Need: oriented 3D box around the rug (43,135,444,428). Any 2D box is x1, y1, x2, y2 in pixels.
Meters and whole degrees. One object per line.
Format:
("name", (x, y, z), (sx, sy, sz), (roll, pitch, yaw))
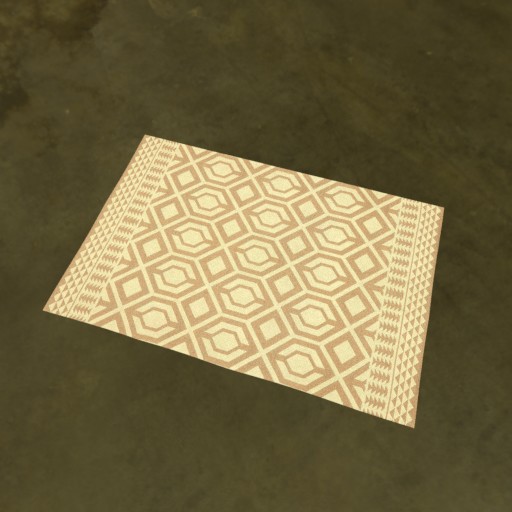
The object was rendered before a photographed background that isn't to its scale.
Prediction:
("rug", (0.000, 0.000, 2.342), (1.829, 0.008, 1.219), (15, 62, 8))
